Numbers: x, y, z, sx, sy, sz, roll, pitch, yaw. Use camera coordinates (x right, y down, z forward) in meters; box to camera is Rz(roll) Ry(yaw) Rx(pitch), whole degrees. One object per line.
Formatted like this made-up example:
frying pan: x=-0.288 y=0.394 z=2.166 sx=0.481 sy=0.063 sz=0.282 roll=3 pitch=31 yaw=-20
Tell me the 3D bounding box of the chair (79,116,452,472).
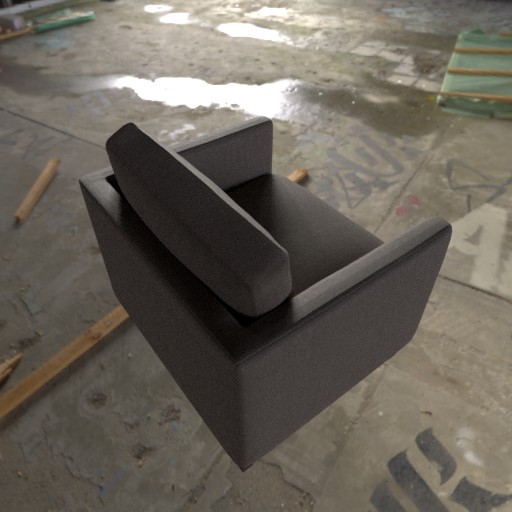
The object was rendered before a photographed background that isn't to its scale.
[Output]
chair: x=0.000 y=0.000 z=1.793 sx=0.959 sy=0.963 sz=1.107 roll=-27 pitch=49 yaw=-26
